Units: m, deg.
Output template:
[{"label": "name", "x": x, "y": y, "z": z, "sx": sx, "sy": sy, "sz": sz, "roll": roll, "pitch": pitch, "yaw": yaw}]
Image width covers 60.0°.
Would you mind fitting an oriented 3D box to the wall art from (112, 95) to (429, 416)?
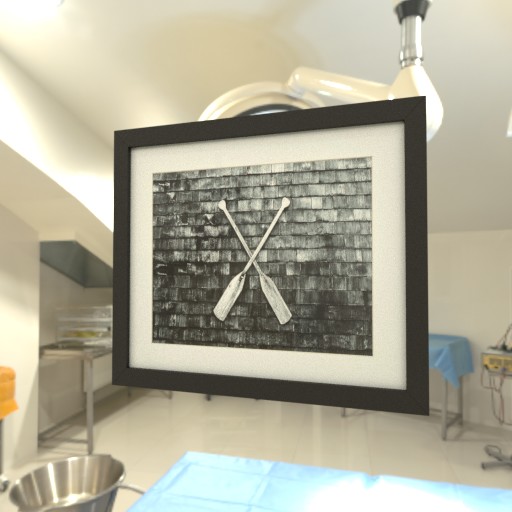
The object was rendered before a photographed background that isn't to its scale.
[{"label": "wall art", "x": 0.000, "y": 0.000, "z": 0.529, "sx": 0.381, "sy": 0.330, "sz": 0.029, "roll": 0, "pitch": -2, "yaw": 18}]
